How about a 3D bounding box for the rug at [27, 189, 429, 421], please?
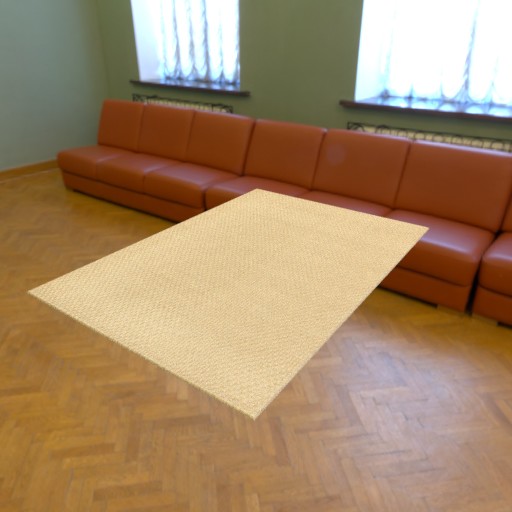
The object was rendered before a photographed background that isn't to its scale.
[{"bbox_3d":[0.000,0.000,2.780,1.509,0.013,2.144,18,32,31],"label":"rug"}]
